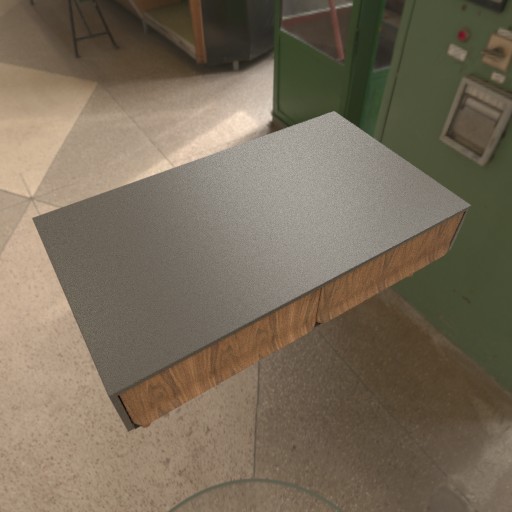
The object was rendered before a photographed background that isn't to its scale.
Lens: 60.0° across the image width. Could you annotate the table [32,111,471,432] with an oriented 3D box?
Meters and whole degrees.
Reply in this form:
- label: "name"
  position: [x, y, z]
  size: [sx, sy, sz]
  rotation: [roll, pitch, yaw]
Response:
- label: "table"
  position: [0.000, 0.000, 1.540]
  size: [1.201, 0.404, 0.703]
  rotation: [-25, 52, -21]
